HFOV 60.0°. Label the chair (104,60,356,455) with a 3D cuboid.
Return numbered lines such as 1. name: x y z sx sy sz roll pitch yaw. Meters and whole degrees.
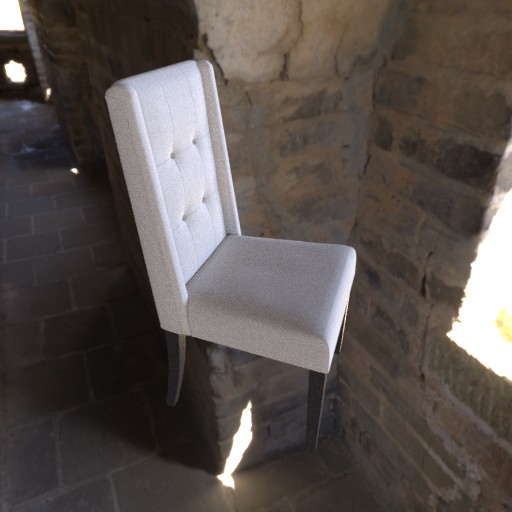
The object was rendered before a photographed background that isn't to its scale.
1. chair: 0.000 0.000 1.248 0.523 0.961 0.474 10 32 16
